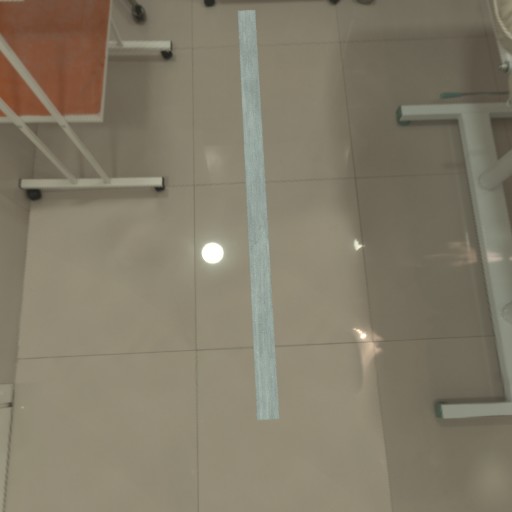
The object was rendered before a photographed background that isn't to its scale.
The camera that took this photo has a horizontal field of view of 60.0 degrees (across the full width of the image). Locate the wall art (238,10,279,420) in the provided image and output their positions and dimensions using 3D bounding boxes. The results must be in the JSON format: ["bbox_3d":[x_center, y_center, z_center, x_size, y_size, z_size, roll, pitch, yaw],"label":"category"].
[{"bbox_3d":[0.000,0.000,0.771,0.022,0.582,0.479,-3,75,-1],"label":"wall art"}]
